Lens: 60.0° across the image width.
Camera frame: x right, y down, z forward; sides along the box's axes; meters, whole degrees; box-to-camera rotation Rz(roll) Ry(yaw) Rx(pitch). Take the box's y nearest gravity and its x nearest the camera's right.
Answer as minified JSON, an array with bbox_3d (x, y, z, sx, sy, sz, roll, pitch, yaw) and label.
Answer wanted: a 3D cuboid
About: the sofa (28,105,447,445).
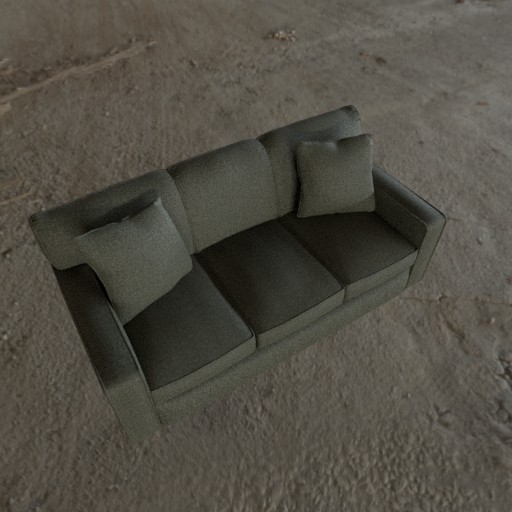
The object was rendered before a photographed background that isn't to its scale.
[{"bbox_3d":[0.000,0.000,2.524,2.024,0.958,0.997,-25,51,-21],"label":"sofa"}]
